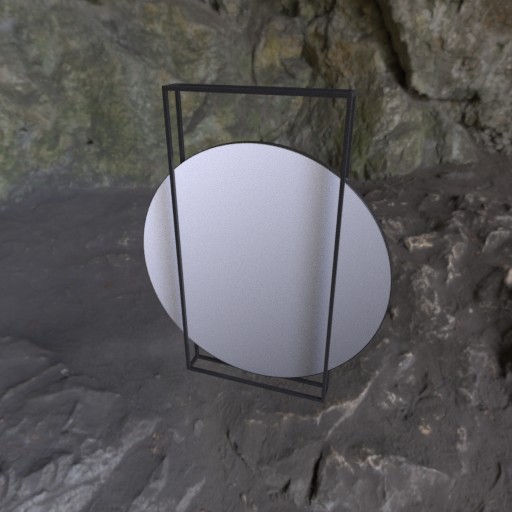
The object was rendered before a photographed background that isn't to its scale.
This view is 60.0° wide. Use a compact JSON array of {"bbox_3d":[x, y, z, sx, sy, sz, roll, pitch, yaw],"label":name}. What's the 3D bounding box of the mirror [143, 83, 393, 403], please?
[{"bbox_3d":[0.000,0.000,0.845,0.508,0.603,0.051,9,28,17],"label":"mirror"}]
